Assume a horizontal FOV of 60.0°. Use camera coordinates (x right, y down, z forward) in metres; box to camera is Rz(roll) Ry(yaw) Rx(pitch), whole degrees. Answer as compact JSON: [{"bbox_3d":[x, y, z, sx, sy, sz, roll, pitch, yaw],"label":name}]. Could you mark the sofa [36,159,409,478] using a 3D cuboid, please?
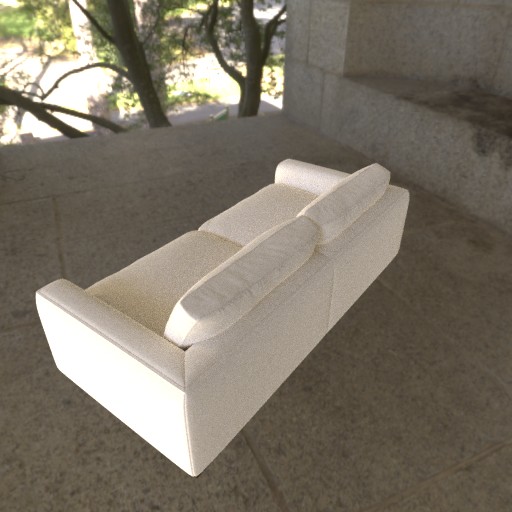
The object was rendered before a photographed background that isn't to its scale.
[{"bbox_3d":[0.000,0.000,2.707,1.070,0.801,2.262,22,39,30],"label":"sofa"}]
